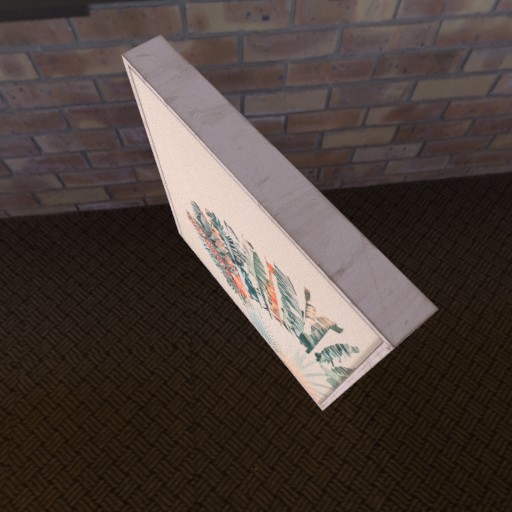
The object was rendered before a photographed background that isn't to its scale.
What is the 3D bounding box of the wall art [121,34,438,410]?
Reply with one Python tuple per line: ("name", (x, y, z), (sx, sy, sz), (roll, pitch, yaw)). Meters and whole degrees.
("wall art", (0.000, 0.000, 0.448), (0.038, 0.303, 0.305), (-35, 69, -16))
